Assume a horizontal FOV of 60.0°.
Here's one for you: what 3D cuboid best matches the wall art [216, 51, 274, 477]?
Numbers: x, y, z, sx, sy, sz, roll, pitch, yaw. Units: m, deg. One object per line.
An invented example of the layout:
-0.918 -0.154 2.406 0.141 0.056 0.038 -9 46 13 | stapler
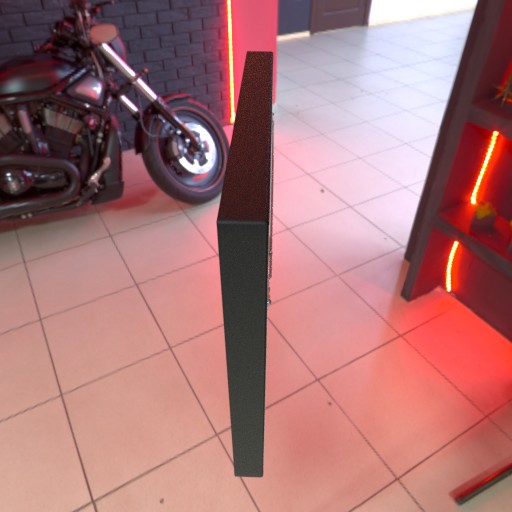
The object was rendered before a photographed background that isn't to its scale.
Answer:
0.000 0.000 0.594 0.041 0.407 0.406 1 40 2 | wall art
